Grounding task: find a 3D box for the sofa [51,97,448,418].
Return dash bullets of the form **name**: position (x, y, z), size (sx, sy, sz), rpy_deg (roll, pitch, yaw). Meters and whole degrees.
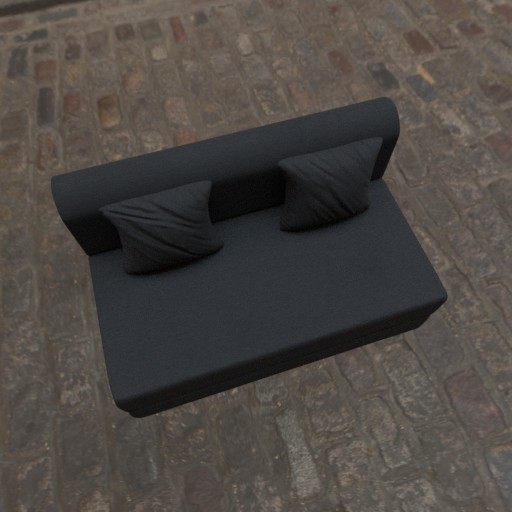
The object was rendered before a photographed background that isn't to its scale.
- **sofa**: position (0.000, 0.000, 1.681), size (1.225, 0.670, 0.762), rpy_deg (-16, 63, -8)
